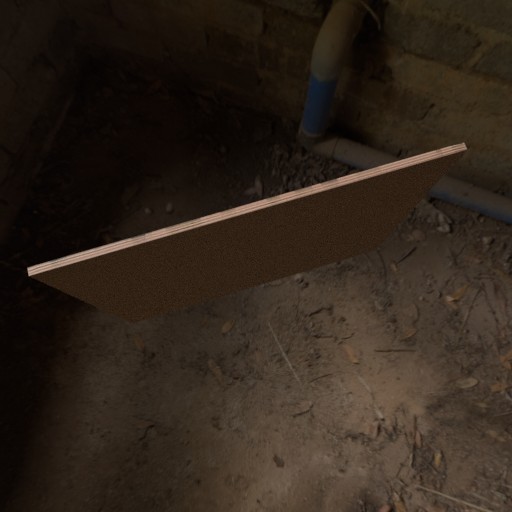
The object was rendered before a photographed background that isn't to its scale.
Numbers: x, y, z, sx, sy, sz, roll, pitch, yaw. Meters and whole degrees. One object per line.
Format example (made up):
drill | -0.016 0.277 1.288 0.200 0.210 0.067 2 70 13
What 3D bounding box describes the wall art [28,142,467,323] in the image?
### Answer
wall art | 0.000 0.000 0.688 0.508 0.408 0.010 -17 75 -5
